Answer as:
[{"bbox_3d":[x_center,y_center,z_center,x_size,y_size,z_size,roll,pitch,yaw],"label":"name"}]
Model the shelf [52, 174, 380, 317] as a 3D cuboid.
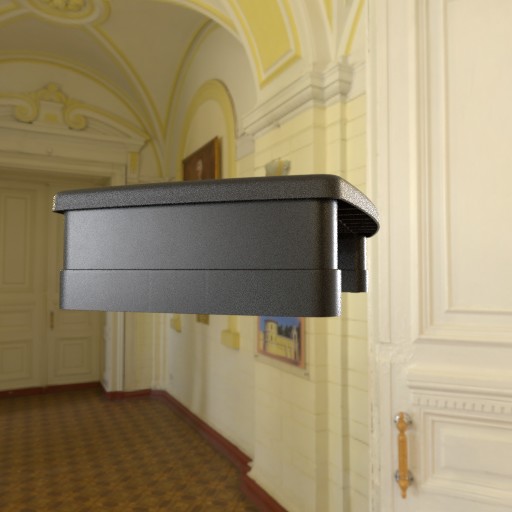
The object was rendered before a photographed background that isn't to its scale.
[{"bbox_3d":[0.000,0.000,0.520,0.280,0.100,0.410,-1,-2,17],"label":"shelf"}]
